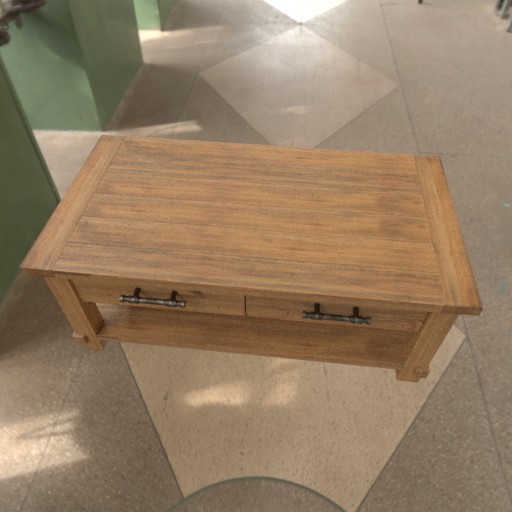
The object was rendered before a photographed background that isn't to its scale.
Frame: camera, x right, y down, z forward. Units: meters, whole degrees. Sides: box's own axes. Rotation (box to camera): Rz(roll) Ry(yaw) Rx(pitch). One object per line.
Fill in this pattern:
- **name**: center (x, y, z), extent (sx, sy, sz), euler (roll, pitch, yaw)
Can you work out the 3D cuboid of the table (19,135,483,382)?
- **table**: center (0.000, 0.000, 1.610), extent (1.270, 0.494, 0.693), euler (5, 48, 4)
